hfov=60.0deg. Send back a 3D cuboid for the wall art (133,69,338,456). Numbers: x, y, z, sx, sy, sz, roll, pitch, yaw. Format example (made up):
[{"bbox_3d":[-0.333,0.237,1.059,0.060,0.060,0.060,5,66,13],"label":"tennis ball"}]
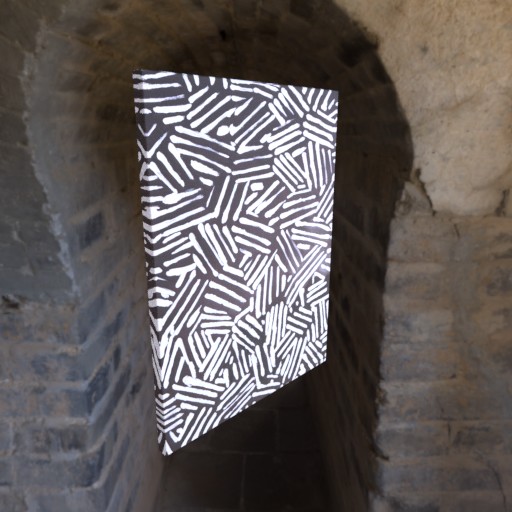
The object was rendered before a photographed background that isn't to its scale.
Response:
[{"bbox_3d":[0.000,0.000,1.389,0.038,1.017,0.765,15,21,42],"label":"wall art"}]
